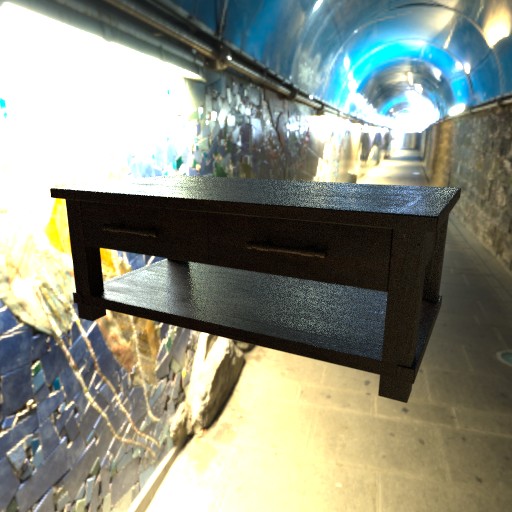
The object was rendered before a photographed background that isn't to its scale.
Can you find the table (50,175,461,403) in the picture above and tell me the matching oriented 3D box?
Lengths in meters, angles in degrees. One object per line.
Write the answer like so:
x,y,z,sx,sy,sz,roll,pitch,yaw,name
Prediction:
0.000,0.000,1.613,1.270,0.494,0.700,8,17,27,table
